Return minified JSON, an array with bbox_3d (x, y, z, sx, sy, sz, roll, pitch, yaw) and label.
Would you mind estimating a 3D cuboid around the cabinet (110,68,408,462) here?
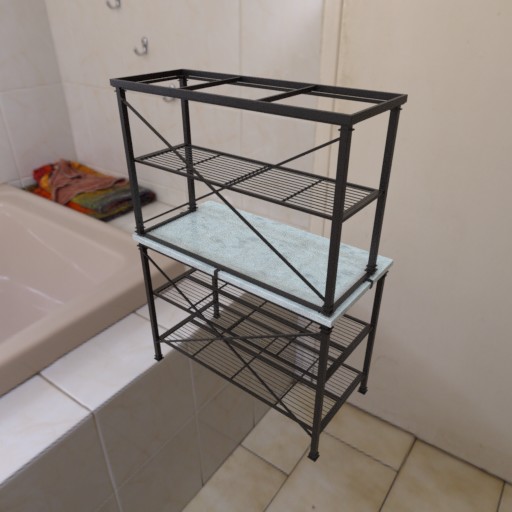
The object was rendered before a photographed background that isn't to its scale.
[{"bbox_3d":[0.000,0.000,2.265,1.210,1.659,0.610,21,36,32],"label":"cabinet"}]
